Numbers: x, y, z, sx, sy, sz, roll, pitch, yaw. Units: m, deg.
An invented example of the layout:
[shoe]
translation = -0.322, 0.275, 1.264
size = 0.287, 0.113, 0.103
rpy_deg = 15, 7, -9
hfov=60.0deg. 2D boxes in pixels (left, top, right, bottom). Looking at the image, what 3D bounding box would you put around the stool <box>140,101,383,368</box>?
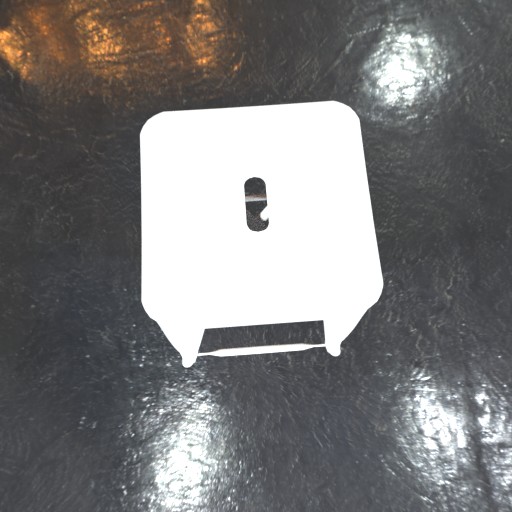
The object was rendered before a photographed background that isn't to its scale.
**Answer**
[stool]
translation = 0.000, 0.000, 0.888
size = 0.406, 0.610, 0.406
rpy_deg = -4, 76, -1
